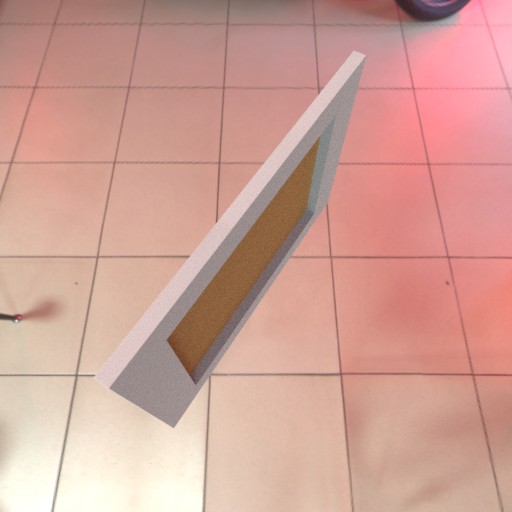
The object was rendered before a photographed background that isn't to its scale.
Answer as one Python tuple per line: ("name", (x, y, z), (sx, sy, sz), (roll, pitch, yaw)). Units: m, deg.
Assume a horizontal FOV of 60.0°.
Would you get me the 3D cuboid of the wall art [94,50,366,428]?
("wall art", (0.000, 0.000, 1.149), (0.033, 0.617, 0.906), (30, 67, 14))
